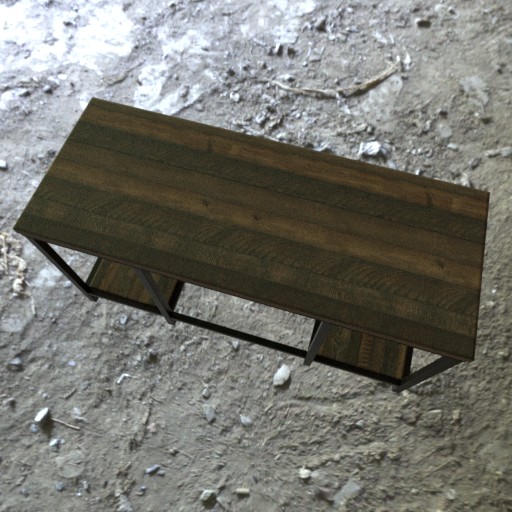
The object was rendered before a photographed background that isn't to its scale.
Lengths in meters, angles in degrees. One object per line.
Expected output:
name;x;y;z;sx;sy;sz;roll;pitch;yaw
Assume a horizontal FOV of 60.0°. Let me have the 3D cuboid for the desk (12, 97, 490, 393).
desk;0.000;0.000;1.873;1.538;0.753;0.617;15;66;7
